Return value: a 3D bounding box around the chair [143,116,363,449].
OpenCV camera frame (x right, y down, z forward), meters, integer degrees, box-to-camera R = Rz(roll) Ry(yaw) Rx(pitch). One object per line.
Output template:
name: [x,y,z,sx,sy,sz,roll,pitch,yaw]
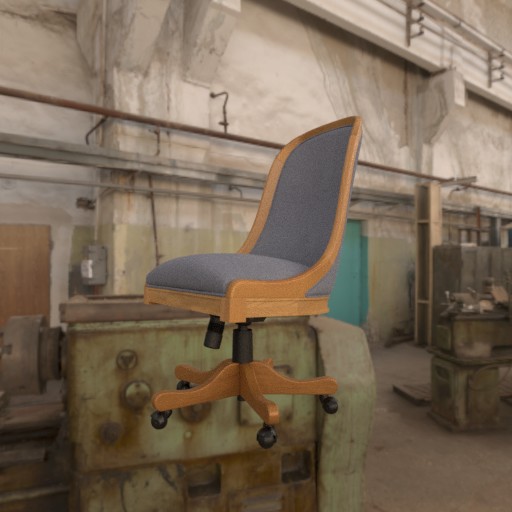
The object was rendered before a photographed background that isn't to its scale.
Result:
chair: [0.000,0.000,1.500,0.735,1.031,0.605,0,0,-35]
